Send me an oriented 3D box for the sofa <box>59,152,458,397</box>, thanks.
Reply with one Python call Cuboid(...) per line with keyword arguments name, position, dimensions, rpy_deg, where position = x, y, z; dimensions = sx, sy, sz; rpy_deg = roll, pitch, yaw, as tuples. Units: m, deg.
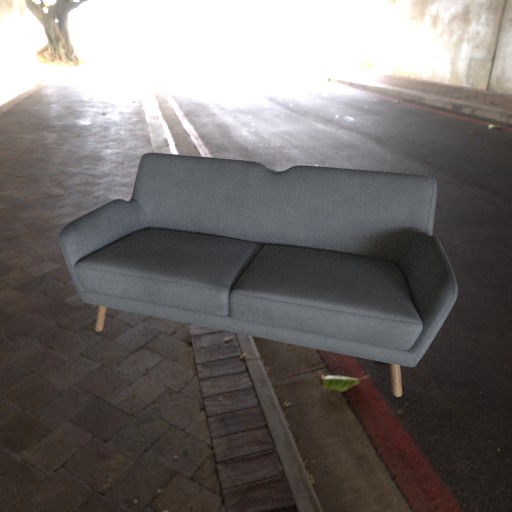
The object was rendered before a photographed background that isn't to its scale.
Cuboid(name="sofa", position=(0.000, 0.000, 2.329), dimensions=(1.870, 0.810, 0.850), rpy_deg=(8, 27, 16))
